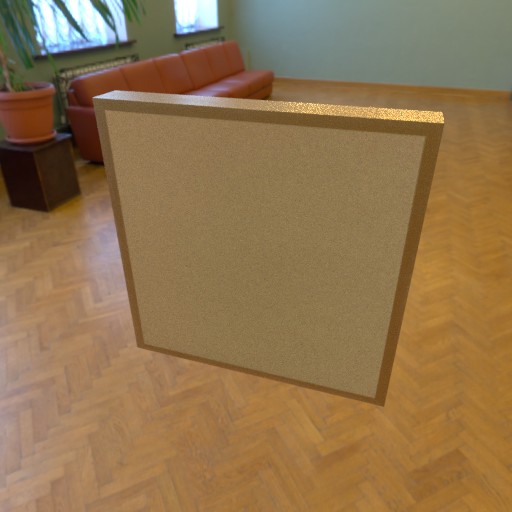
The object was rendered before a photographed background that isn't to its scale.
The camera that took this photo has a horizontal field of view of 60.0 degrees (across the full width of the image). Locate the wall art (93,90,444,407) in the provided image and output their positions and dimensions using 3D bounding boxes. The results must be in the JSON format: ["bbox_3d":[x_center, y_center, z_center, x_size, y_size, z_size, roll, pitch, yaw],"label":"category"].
[{"bbox_3d":[0.000,0.000,0.461,0.306,0.305,0.038,9,32,15],"label":"wall art"}]
